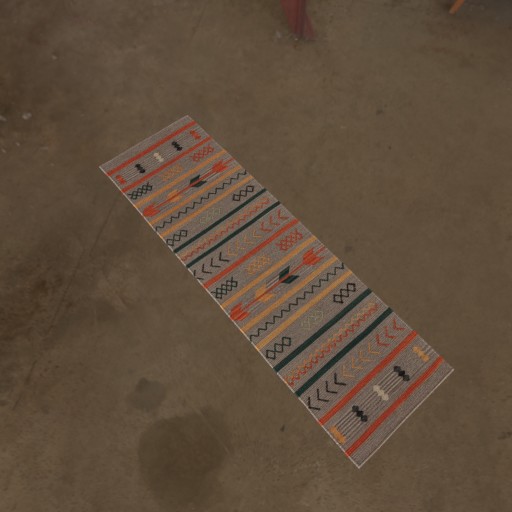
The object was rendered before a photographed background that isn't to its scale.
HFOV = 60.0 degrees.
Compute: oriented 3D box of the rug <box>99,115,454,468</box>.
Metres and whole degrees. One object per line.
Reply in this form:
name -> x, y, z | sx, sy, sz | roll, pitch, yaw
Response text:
rug -> 0.000, 0.000, 2.685 | 0.744, 0.022, 2.419 | -37, 68, -17
